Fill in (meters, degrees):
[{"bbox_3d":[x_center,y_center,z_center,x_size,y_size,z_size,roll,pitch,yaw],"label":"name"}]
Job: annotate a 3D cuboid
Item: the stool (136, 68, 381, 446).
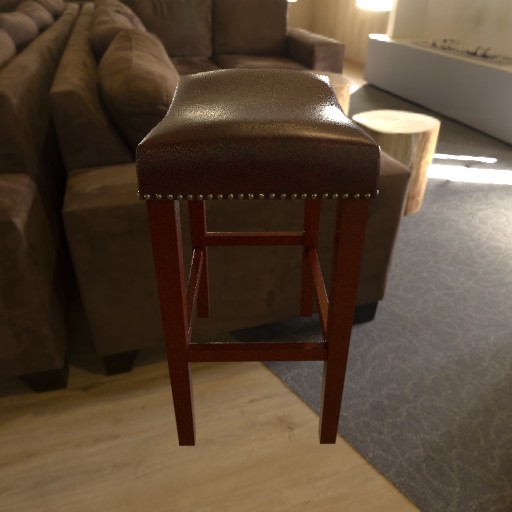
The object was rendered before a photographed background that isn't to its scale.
[{"bbox_3d":[0.000,0.000,1.030,0.372,0.742,0.504,0,33,-1],"label":"stool"}]
